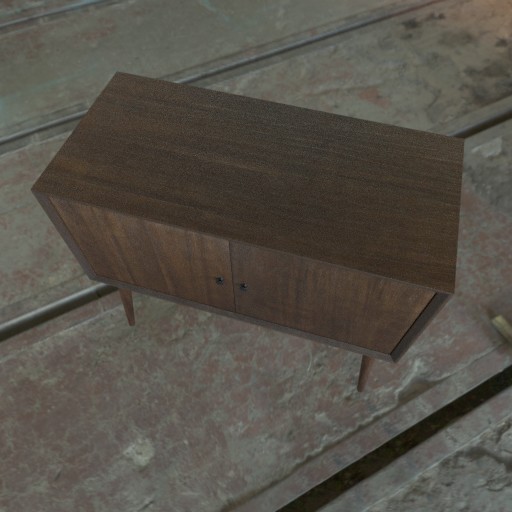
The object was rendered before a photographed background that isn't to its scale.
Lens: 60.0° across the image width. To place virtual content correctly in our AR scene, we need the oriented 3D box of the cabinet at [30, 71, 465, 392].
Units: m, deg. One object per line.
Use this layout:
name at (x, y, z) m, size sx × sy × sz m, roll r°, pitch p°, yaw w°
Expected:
cabinet at (0.000, 0.000, 1.107) m, size 0.743 × 0.654 × 0.354 m, roll 14°, pitch 59°, yaw 9°
